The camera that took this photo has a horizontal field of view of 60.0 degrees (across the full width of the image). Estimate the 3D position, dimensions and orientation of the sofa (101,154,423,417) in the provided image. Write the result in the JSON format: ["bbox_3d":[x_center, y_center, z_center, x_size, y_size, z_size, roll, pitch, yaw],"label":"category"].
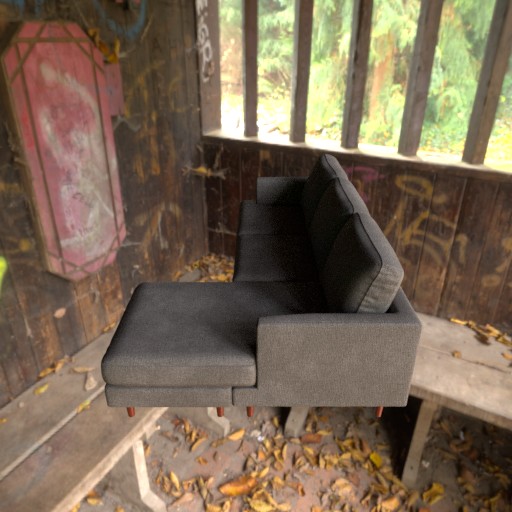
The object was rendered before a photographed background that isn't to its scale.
[{"bbox_3d":[0.000,0.000,3.071,1.504,0.956,2.233,0,27,0],"label":"sofa"}]
